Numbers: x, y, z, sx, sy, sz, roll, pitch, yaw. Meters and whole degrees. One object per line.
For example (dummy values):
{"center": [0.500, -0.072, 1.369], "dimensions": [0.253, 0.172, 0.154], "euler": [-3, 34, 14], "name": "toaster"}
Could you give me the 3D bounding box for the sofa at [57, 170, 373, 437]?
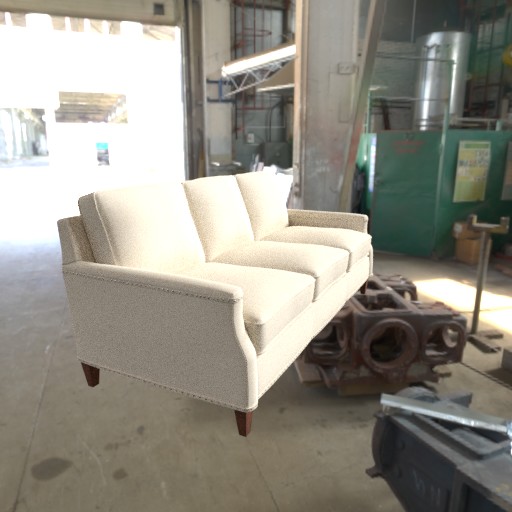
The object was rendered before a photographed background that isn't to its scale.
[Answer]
{"center": [0.000, 0.000, 2.899], "dimensions": [1.084, 1.003, 2.246], "euler": [7, 15, 26], "name": "sofa"}
